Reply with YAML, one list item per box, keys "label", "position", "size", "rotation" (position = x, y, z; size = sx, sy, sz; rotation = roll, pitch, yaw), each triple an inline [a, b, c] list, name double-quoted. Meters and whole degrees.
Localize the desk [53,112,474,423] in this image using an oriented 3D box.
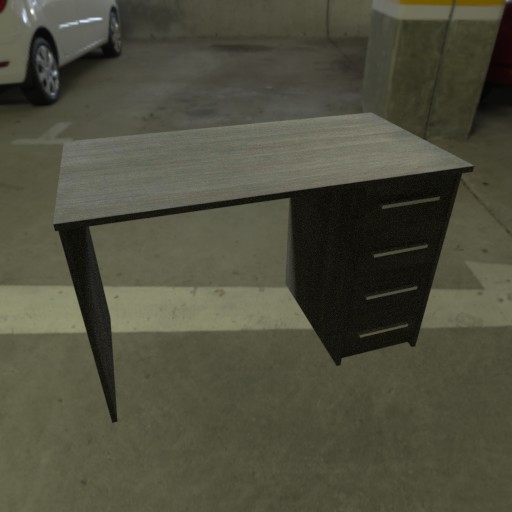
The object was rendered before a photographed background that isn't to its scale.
- label: "desk"
  position: [0.000, 0.000, 1.513]
  size: [1.096, 0.730, 0.560]
  rotation: [-10, 34, -15]
